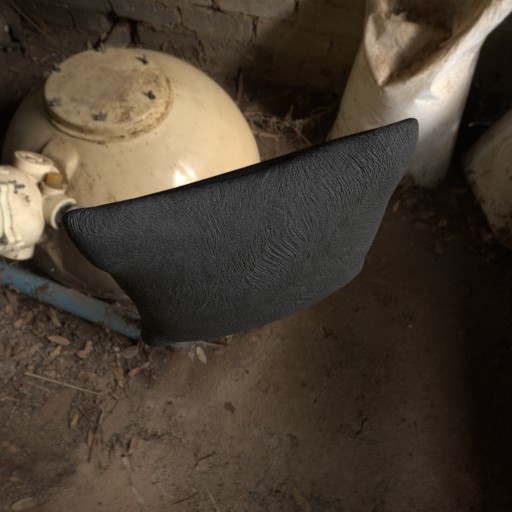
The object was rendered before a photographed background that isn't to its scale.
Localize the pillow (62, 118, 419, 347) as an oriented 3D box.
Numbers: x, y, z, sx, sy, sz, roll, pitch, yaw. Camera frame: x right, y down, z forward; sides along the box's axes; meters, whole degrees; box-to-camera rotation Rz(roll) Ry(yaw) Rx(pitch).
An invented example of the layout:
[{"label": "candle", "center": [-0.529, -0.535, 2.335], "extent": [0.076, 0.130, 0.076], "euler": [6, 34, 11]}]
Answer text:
[{"label": "pillow", "center": [0.000, 0.000, 0.821], "extent": [0.533, 0.523, 0.210], "euler": [-19, 64, -10]}]
